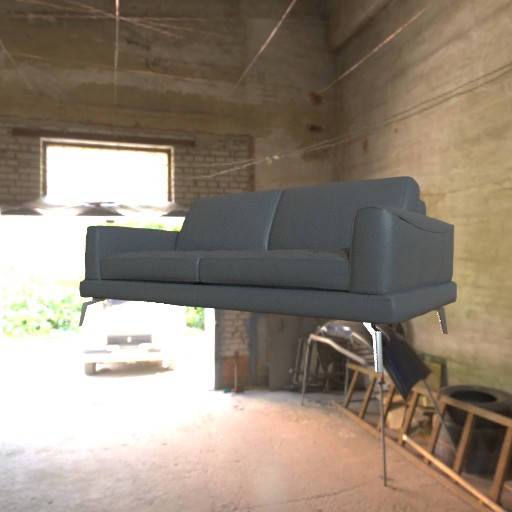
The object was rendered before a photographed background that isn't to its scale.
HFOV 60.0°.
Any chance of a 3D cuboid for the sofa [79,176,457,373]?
[{"bbox_3d":[0.000,0.000,2.763,2.177,0.930,1.121,0,0,36],"label":"sofa"}]
